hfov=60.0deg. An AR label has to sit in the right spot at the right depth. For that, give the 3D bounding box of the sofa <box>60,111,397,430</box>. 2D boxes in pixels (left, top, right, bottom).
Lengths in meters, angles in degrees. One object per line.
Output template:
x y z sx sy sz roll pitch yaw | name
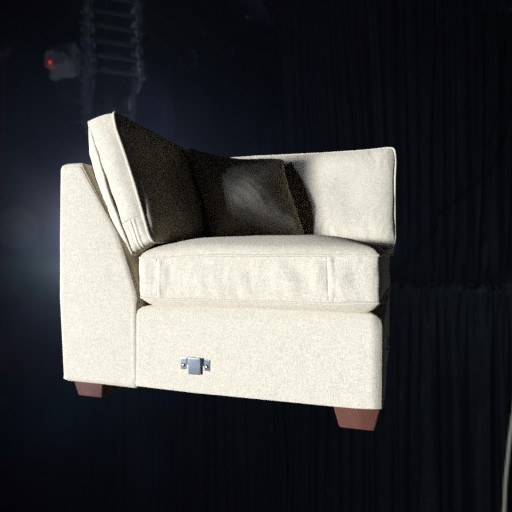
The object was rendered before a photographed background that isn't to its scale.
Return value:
0.000 0.000 1.882 1.146 1.002 1.084 0 0 17 | sofa
